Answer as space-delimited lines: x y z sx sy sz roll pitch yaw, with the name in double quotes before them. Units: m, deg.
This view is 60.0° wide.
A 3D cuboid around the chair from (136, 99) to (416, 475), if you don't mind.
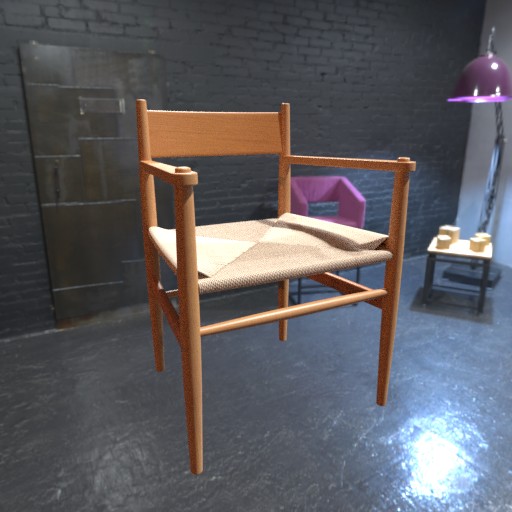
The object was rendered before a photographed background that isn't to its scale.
"chair" 0.000 0.000 1.129 0.556 0.762 0.495 -8 18 -26
